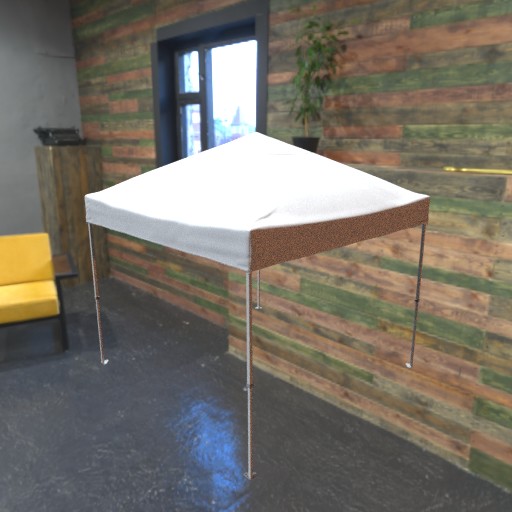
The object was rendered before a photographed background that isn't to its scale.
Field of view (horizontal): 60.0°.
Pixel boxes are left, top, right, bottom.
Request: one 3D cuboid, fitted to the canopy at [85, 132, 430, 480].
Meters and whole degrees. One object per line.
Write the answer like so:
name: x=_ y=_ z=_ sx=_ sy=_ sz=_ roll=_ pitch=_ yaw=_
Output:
canopy: x=0.000 y=0.000 z=5.563 sx=2.998 sy=2.997 sz=2.996 roll=-14 pitch=20 yaw=-42
